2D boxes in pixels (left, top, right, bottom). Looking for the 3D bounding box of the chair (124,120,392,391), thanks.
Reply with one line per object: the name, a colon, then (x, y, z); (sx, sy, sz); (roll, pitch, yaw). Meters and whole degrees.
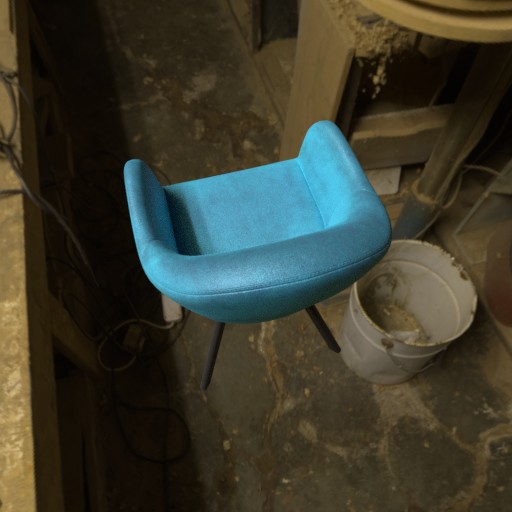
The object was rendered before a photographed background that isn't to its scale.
chair: (0.000, 0.000, 1.155); (0.540, 0.780, 0.570); (-14, 61, -8)
